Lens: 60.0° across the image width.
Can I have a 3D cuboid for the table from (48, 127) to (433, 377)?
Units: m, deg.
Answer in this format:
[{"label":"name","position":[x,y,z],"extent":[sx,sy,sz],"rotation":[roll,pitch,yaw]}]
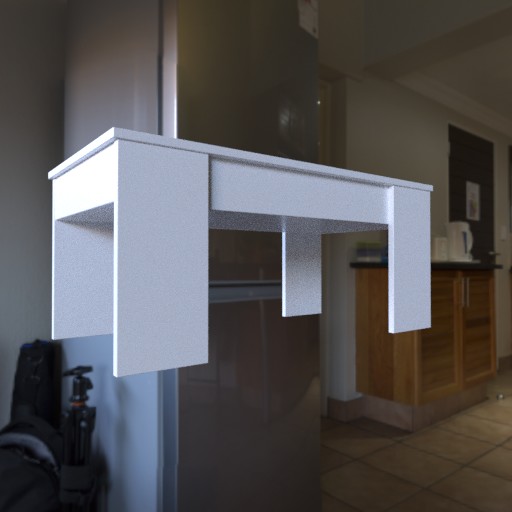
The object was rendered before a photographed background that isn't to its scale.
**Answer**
[{"label":"table","position":[0.000,0.000,1.272],"extent":[1.000,0.440,0.500],"rotation":[1,-1,-37]}]
